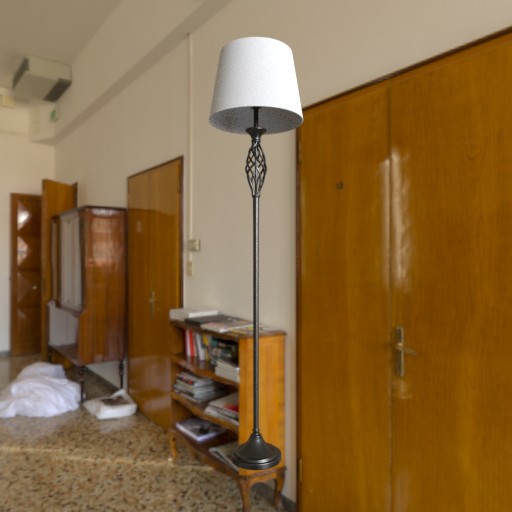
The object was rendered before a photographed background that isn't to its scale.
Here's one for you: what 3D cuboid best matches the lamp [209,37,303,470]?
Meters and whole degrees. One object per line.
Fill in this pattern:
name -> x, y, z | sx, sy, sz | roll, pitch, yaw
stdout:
lamp -> 0.000, 0.000, 1.783 | 0.379, 1.623, 0.379 | 0, 0, 0
